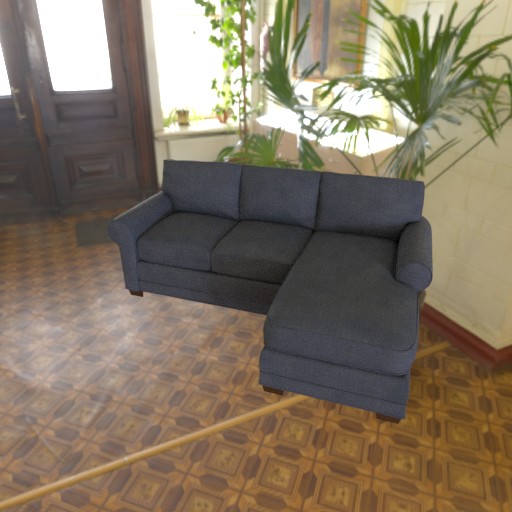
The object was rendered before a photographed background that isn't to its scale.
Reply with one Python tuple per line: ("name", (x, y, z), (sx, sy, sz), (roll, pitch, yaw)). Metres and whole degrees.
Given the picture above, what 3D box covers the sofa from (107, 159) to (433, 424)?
("sofa", (0.000, 0.000, 3.452), (2.567, 1.063, 1.780), (9, 27, 17))
